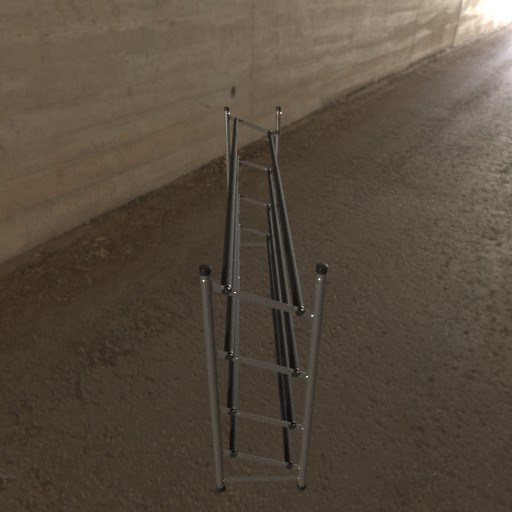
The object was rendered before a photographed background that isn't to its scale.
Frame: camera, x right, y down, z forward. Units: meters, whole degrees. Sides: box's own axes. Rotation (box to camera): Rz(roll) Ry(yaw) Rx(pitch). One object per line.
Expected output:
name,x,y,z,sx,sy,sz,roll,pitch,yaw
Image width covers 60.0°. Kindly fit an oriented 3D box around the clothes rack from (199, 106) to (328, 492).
clothes rack,0.000,0.000,1.435,0.229,0.672,1.168,-1,32,-1
